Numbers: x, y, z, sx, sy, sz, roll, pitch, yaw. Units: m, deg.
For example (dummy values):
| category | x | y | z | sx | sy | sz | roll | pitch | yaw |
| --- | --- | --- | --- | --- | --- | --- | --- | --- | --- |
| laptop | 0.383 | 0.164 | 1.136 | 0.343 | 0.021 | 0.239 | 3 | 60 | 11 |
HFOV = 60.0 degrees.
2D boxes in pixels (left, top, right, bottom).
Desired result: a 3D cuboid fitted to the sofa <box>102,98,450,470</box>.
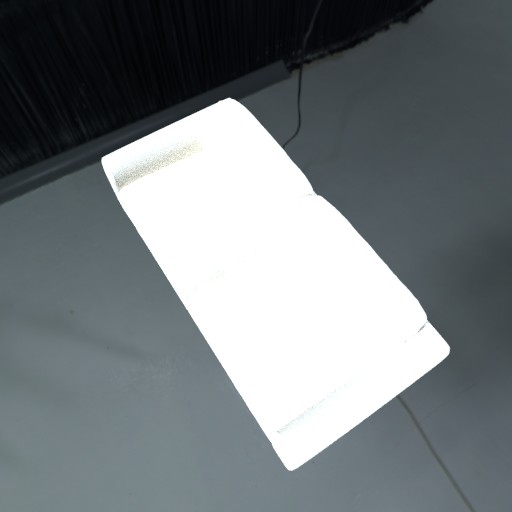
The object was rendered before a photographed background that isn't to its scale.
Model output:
| category | x | y | z | sx | sy | sz | roll | pitch | yaw |
| --- | --- | --- | --- | --- | --- | --- | --- | --- | --- |
| sofa | 0.000 | 0.000 | 2.794 | 1.070 | 0.801 | 2.262 | -30 | 67 | -15 |
